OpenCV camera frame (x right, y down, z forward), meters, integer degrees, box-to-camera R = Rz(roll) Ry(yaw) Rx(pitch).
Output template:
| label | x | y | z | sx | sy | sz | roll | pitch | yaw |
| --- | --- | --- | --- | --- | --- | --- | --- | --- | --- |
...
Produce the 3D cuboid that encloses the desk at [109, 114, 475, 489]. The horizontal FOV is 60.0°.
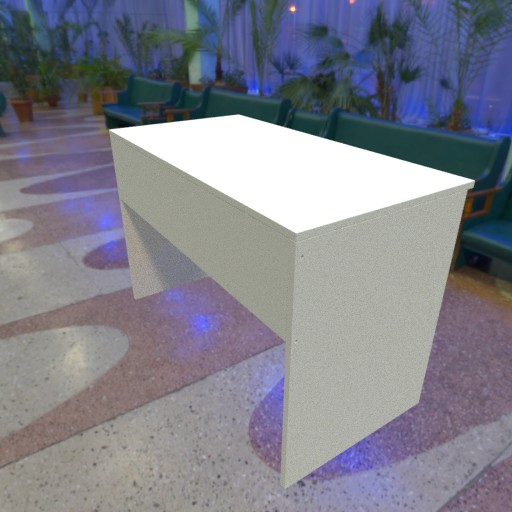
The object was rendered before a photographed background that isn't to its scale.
| label | x | y | z | sx | sy | sz | roll | pitch | yaw |
| --- | --- | --- | --- | --- | --- | --- | --- | --- | --- |
| desk | 0.000 | 0.000 | 1.524 | 0.560 | 0.730 | 1.100 | -17 | 32 | -30 |
